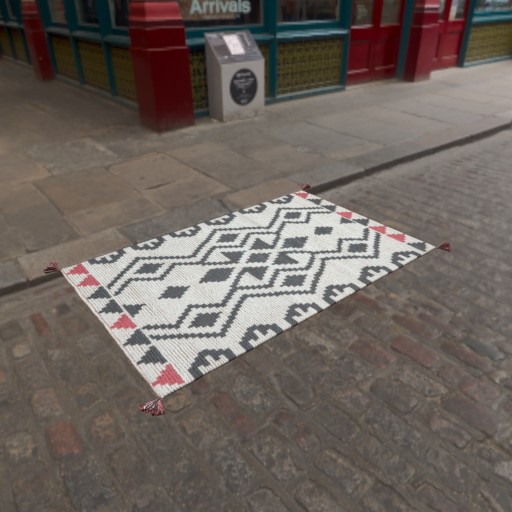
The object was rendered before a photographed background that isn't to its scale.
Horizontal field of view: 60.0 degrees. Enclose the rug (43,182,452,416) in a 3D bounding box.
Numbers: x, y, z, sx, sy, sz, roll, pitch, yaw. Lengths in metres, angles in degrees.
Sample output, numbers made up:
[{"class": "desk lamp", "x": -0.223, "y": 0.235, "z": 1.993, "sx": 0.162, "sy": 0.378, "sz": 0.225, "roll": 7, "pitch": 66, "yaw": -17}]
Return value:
[{"class": "rug", "x": 0.000, "y": 0.000, "z": 3.355, "sx": 2.672, "sy": 0.066, "sz": 1.741, "roll": -22, "pitch": 37, "yaw": -33}]
